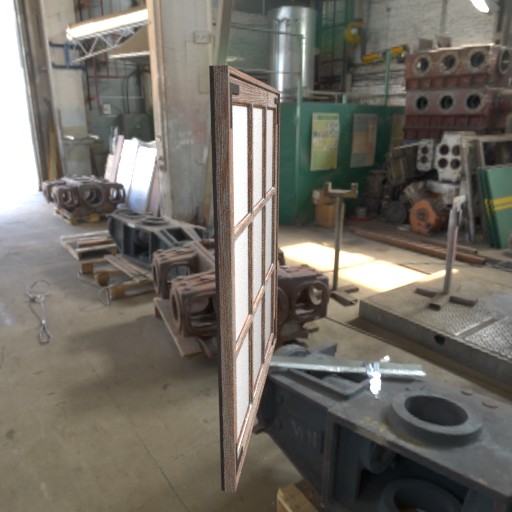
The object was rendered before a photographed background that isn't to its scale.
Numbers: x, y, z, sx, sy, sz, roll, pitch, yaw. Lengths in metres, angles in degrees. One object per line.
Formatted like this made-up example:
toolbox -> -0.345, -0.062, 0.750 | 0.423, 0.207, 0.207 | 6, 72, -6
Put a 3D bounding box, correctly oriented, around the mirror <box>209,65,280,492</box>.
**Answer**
mirror -> 0.000, 0.000, 1.206 | 0.032, 0.882, 0.730 | 3, 17, 9
